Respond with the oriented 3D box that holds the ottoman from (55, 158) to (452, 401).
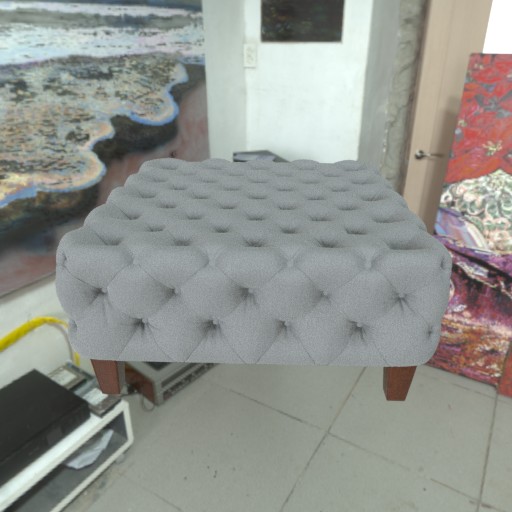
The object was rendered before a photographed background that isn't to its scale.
[{"bbox_3d":[0.000,0.000,1.413,0.917,0.439,0.911,1,26,2],"label":"ottoman"}]
